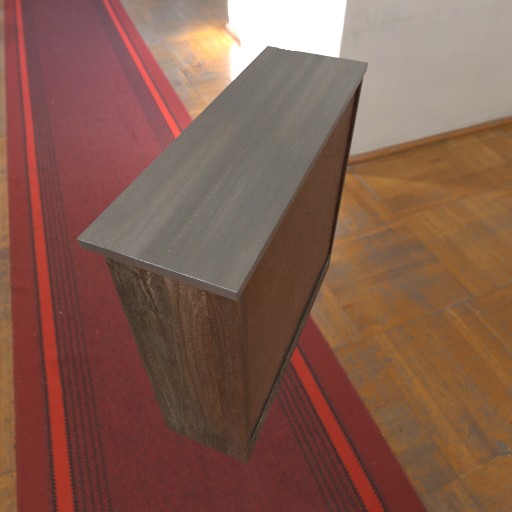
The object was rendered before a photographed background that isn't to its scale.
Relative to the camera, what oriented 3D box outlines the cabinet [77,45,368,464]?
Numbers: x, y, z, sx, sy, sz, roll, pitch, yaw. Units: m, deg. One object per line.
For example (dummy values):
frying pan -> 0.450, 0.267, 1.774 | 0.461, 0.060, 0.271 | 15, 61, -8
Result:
cabinet -> 0.000, 0.000, 1.432 | 0.338, 0.919, 0.968 | 17, 49, 15
